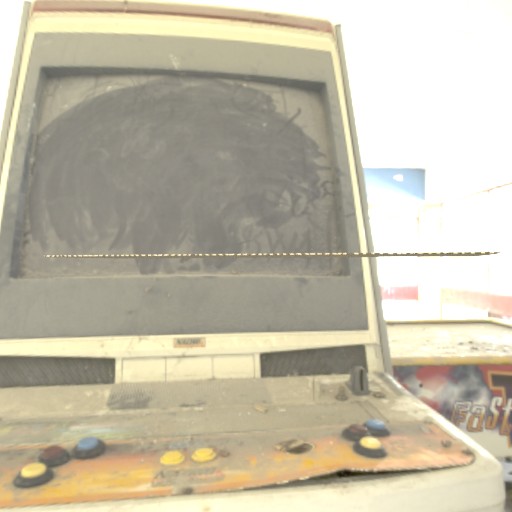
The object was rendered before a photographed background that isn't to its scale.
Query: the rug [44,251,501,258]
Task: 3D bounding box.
[{"bbox_3d":[0.000,0.000,2.429,2.277,0.008,0.676,0,-1,18],"label":"rug"}]
